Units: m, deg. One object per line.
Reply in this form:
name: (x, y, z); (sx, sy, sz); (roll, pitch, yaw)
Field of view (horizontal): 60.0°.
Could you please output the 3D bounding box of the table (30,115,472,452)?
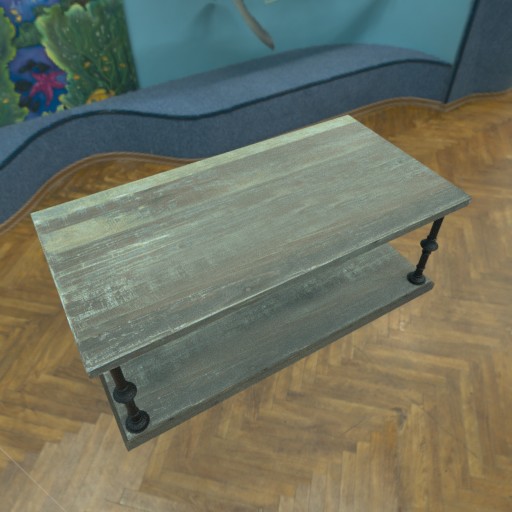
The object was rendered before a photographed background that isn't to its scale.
table: (0.000, 0.000, 1.364); (1.088, 0.399, 0.554); (-23, 49, -21)
